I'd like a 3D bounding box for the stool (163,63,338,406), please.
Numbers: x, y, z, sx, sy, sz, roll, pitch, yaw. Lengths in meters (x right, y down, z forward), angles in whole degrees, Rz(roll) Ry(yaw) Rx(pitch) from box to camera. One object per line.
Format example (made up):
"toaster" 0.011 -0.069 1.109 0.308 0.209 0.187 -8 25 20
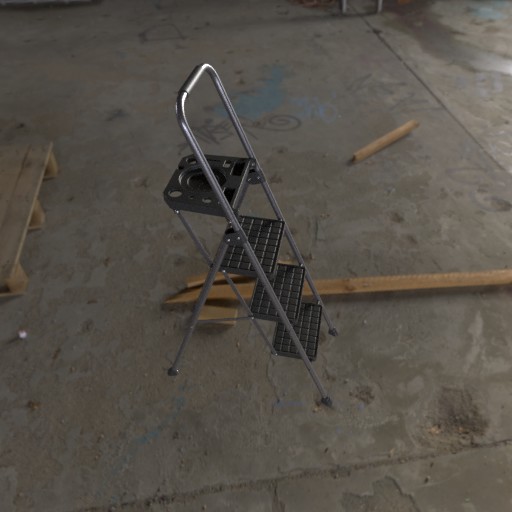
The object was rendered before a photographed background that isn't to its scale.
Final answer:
"stool" 0.000 0.000 1.592 0.733 1.277 0.396 8 47 8
